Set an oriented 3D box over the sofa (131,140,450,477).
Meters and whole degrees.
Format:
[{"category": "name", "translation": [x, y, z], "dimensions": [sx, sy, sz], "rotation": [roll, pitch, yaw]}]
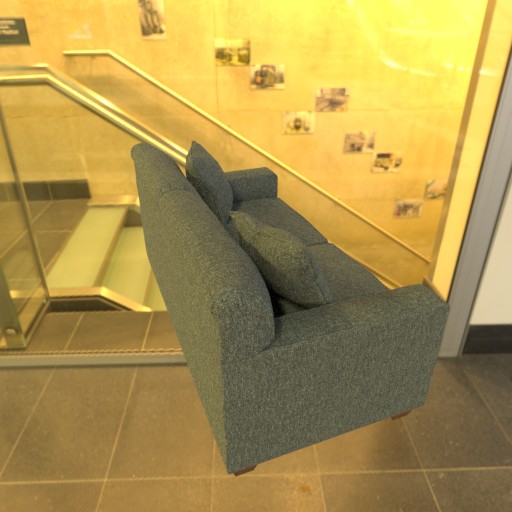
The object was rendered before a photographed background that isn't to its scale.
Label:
[{"category": "sofa", "translation": [0.000, 0.000, 2.404], "dimensions": [0.998, 0.958, 1.846], "rotation": [-11, 31, -19]}]
